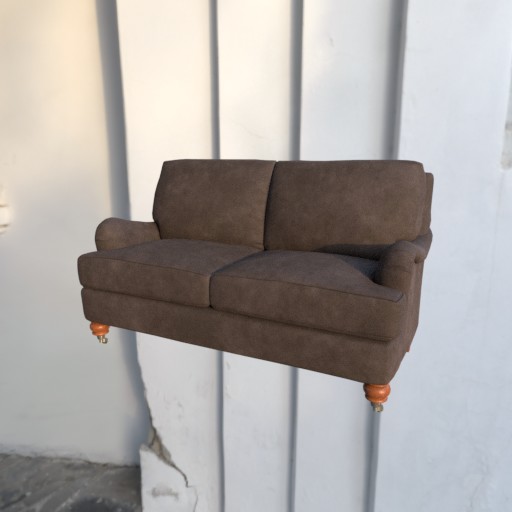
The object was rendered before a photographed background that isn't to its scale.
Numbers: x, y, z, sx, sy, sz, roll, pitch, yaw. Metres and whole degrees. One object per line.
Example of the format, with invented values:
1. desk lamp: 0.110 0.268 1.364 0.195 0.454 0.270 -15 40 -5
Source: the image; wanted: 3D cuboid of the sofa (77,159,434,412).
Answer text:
1. sofa: 0.000 0.000 2.592 1.853 1.101 1.084 6 14 26
